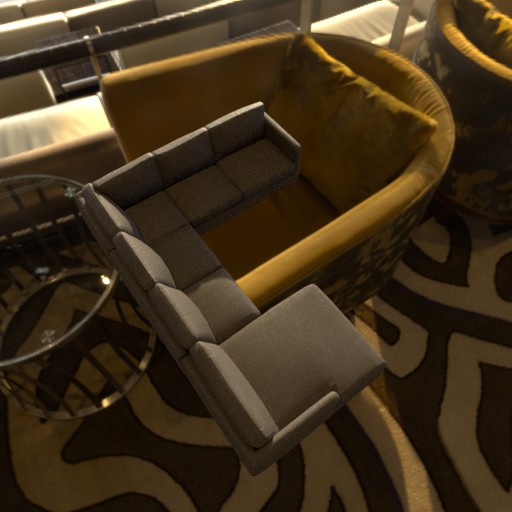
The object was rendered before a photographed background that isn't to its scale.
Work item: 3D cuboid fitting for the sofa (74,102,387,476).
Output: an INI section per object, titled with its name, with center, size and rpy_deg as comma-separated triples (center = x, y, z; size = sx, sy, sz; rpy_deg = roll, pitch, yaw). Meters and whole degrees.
[sofa]
center = 0.000, 0.000, 4.804
size = 2.594, 0.961, 3.460
rpy_deg = -32, 63, -18
